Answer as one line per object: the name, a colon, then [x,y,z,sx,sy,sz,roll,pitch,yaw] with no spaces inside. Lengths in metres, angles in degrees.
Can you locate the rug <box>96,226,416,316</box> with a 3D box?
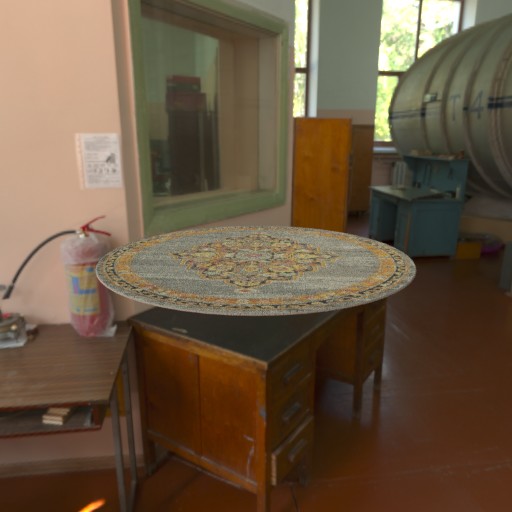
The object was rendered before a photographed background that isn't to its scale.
rug: [0.000,0.000,2.339,1.598,0.010,1.598,0,15,0]
